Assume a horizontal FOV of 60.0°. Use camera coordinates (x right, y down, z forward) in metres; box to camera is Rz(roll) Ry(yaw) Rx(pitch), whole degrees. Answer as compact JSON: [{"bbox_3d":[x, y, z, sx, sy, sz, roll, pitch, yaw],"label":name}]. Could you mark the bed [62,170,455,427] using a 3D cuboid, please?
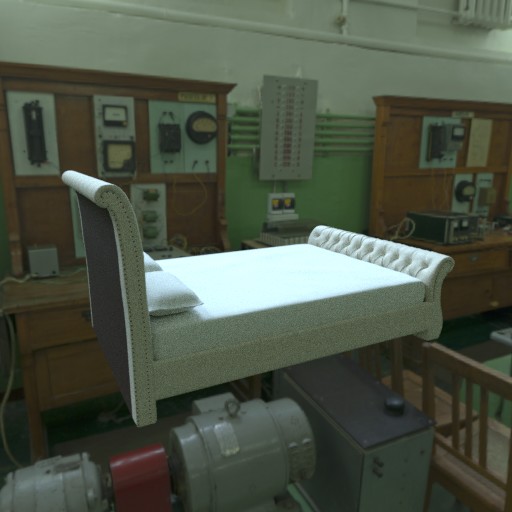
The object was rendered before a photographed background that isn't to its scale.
[{"bbox_3d":[0.000,0.000,3.377,2.493,1.268,1.606,-7,15,-27],"label":"bed"}]
